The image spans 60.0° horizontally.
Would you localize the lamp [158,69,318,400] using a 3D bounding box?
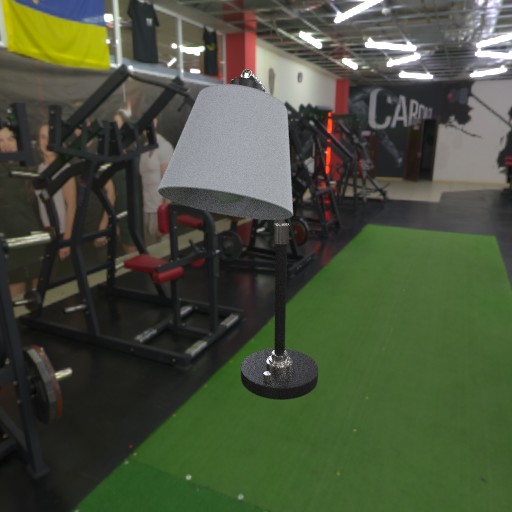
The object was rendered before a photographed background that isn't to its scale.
[{"bbox_3d":[0.000,0.000,0.695,0.181,0.539,0.348,8,18,26],"label":"lamp"}]
